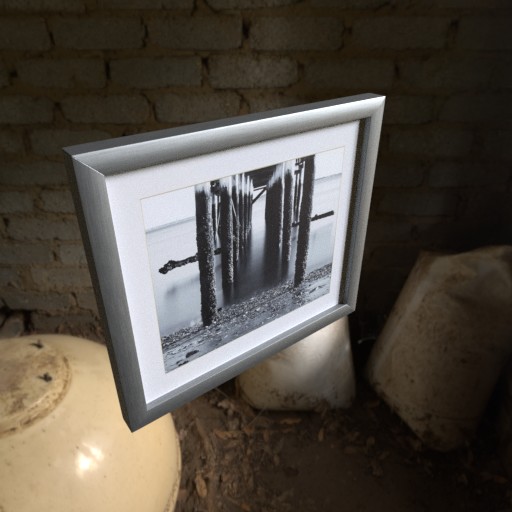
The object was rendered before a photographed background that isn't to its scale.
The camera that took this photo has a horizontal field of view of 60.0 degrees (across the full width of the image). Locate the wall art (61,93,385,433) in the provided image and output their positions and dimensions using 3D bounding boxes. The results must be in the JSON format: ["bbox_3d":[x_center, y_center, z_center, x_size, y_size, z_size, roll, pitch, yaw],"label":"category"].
[{"bbox_3d":[0.000,0.000,0.536,0.380,0.330,0.028,-21,37,-31],"label":"wall art"}]
